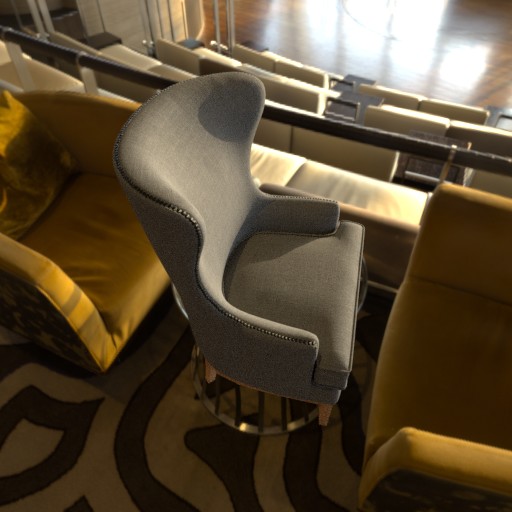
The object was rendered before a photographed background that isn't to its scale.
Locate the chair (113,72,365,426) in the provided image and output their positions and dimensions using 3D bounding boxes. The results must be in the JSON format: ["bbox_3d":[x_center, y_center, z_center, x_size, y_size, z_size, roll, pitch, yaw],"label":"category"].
[{"bbox_3d":[0.000,0.000,1.847,0.883,1.176,0.864,10,47,9],"label":"chair"}]
